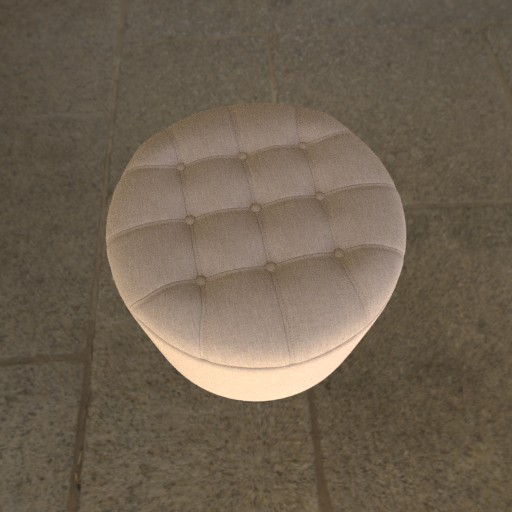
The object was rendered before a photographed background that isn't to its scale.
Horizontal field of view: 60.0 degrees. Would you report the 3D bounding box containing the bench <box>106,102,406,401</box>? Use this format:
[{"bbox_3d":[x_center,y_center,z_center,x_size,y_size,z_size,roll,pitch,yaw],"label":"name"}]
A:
[{"bbox_3d":[0.000,0.000,1.036,0.600,0.454,0.600,0,64,0],"label":"bench"}]
